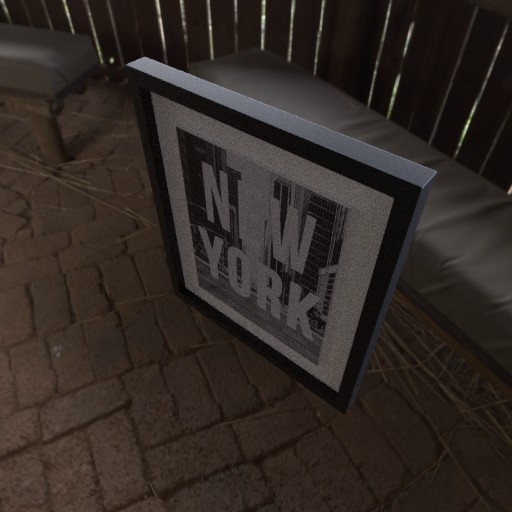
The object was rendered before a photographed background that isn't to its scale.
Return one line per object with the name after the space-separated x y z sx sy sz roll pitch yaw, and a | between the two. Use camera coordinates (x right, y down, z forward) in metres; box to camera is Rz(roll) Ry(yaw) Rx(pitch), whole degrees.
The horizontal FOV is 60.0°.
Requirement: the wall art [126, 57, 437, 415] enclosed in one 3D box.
0.000 0.000 0.534 0.328 0.381 0.028 30 54 26 | wall art
